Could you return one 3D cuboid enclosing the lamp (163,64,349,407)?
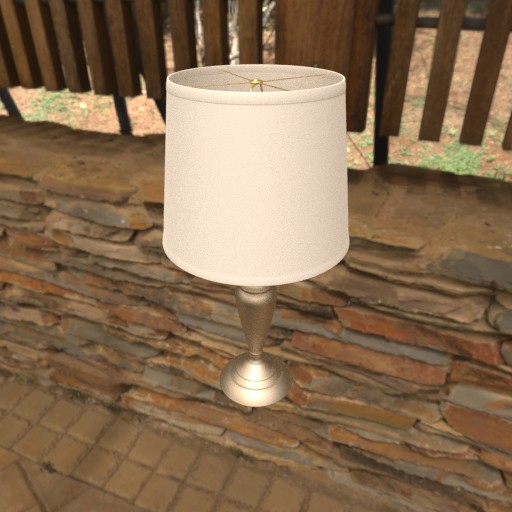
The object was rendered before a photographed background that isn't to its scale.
[{"bbox_3d":[0.000,0.000,0.814,0.328,0.619,0.328,0,30,0],"label":"lamp"}]
